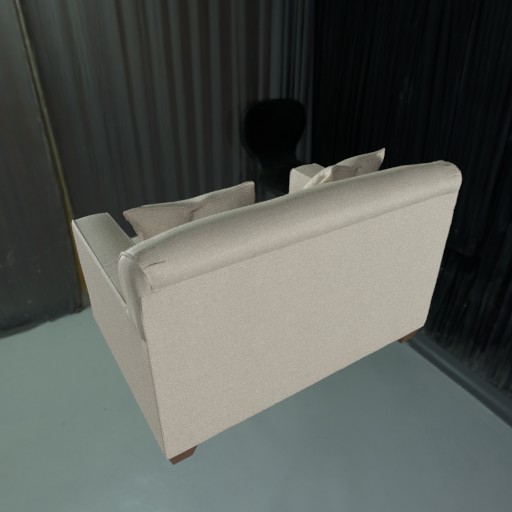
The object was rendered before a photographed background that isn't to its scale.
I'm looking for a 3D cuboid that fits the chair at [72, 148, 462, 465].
[{"bbox_3d":[0.000,0.000,2.024,1.383,0.948,1.000,-18,36,-27],"label":"chair"}]
